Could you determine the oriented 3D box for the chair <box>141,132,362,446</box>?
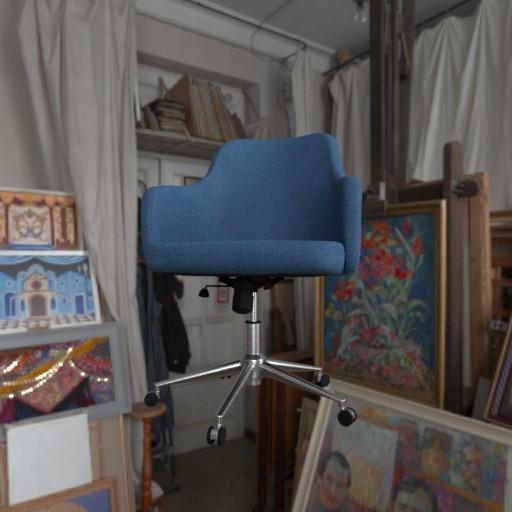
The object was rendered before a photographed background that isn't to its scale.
[{"bbox_3d":[0.000,0.000,1.259,0.599,0.820,0.655,0,-1,17],"label":"chair"}]
